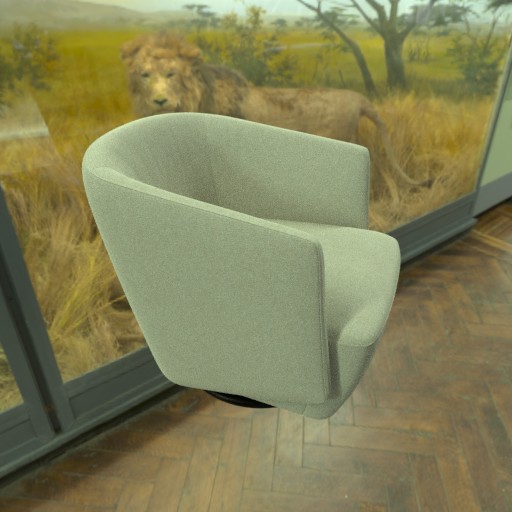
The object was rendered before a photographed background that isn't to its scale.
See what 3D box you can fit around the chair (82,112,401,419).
[{"bbox_3d":[0.000,0.000,1.596,0.986,0.861,0.822,11,33,18],"label":"chair"}]
